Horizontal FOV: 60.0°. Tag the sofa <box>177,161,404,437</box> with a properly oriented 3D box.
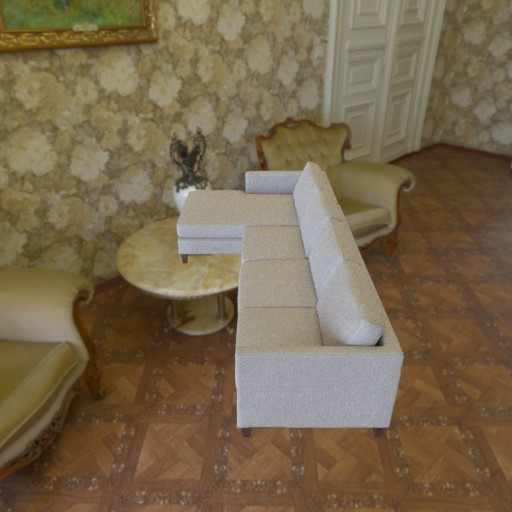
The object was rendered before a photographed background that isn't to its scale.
[{"bbox_3d":[0.000,0.000,3.912,1.625,0.846,3.186,0,29,0],"label":"sofa"}]
